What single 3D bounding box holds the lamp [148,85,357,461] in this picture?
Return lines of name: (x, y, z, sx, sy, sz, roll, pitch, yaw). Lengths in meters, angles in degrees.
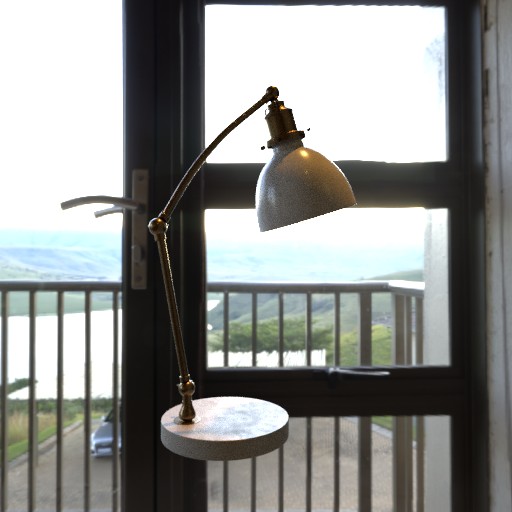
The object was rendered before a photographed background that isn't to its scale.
lamp: (0.000, 0.000, 0.672, 0.317, 0.522, 0.186, 0, -1, -18)
